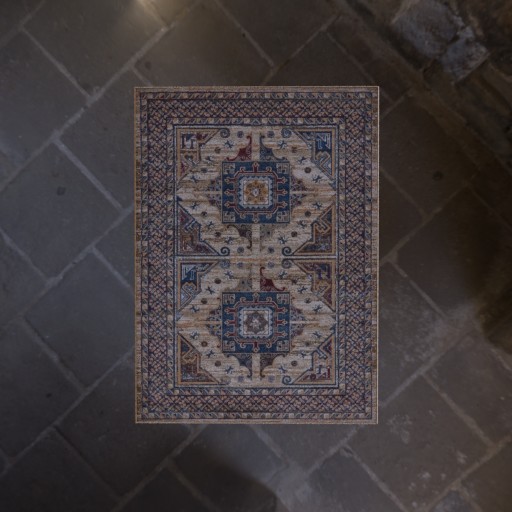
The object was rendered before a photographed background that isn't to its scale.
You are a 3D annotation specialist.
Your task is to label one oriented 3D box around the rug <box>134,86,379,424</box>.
[{"bbox_3d":[0.000,0.000,2.932,1.611,0.008,2.227,0,91,1],"label":"rug"}]
